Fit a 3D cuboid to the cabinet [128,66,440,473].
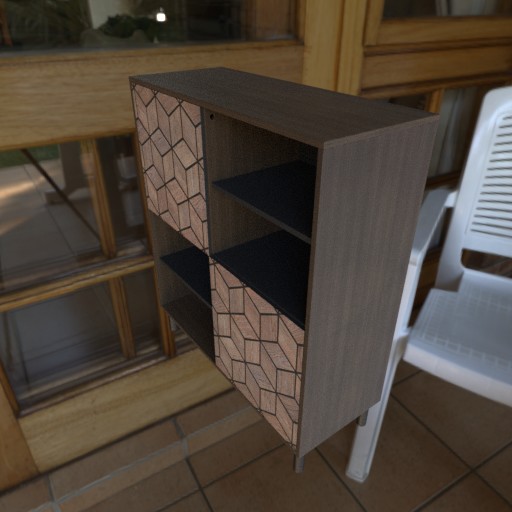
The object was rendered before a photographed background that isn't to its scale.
[{"bbox_3d":[0.000,0.000,1.656,0.400,1.170,1.010,-21,37,-31],"label":"cabinet"}]
